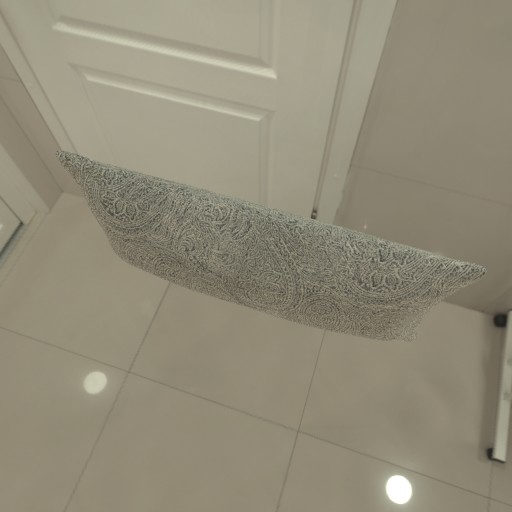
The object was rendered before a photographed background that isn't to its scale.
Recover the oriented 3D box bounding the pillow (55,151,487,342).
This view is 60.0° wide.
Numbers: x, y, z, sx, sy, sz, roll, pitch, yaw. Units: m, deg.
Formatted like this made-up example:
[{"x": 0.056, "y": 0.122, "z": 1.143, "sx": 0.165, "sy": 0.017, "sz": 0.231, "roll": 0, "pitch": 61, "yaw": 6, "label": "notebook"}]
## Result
[{"x": 0.000, "y": 0.000, "z": 0.730, "sx": 0.615, "sy": 0.295, "sz": 0.151, "roll": 16, "pitch": 64, "yaw": 8, "label": "pillow"}]
